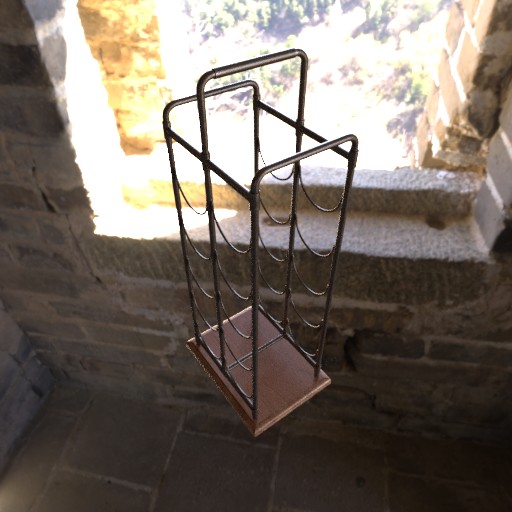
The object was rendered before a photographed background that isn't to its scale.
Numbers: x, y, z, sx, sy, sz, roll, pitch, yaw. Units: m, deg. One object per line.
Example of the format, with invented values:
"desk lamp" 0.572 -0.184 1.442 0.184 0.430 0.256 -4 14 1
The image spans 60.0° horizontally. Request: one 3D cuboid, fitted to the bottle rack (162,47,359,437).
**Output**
"bottle rack" 0.000 0.000 0.788 0.208 0.680 0.276 -26 49 -26
